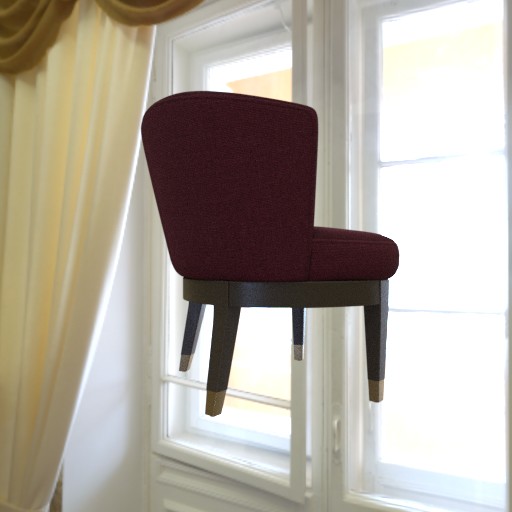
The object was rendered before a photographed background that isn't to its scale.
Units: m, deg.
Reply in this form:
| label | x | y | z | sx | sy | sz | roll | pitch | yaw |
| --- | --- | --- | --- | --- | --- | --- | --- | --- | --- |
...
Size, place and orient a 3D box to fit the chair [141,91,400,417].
| label | x | y | z | sx | sy | sz | roll | pitch | yaw |
| --- | --- | --- | --- | --- | --- | --- | --- | --- | --- |
| chair | 0.000 | 0.000 | 1.315 | 0.660 | 0.760 | 0.700 | 0 | -1 | -18 |
